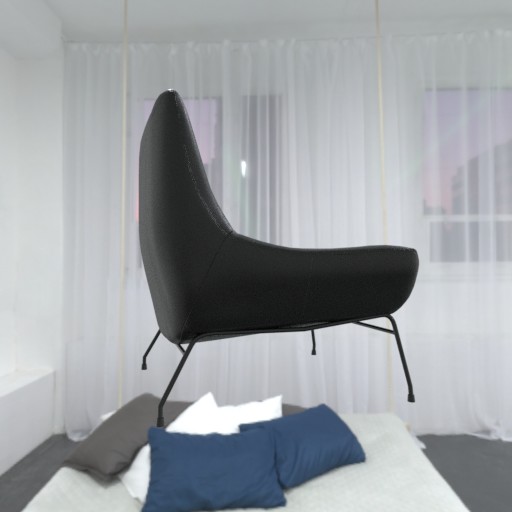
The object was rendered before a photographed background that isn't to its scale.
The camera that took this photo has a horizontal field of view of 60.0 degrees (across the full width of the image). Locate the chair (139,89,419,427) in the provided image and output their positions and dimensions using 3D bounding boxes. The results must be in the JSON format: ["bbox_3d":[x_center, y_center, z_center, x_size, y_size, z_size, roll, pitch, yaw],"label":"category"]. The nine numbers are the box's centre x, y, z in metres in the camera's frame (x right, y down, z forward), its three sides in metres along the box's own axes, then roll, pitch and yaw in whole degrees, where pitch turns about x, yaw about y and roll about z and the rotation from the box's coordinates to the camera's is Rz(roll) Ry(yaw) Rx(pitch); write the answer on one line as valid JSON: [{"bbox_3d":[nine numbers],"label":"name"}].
[{"bbox_3d":[0.000,0.000,1.621,0.826,0.922,0.836,0,0,-18],"label":"chair"}]
